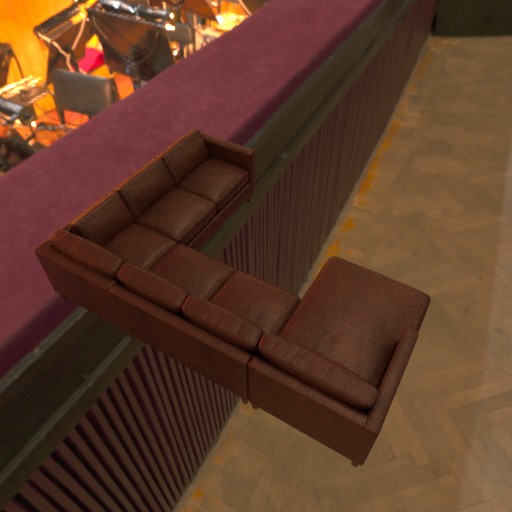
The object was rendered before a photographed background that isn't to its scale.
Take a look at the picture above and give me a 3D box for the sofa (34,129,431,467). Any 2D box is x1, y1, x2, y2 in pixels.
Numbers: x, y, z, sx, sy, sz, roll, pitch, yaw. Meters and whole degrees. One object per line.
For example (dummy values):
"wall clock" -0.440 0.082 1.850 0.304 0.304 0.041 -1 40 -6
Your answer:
"sofa" 0.000 0.000 4.418 3.324 0.891 2.452 23 51 21
